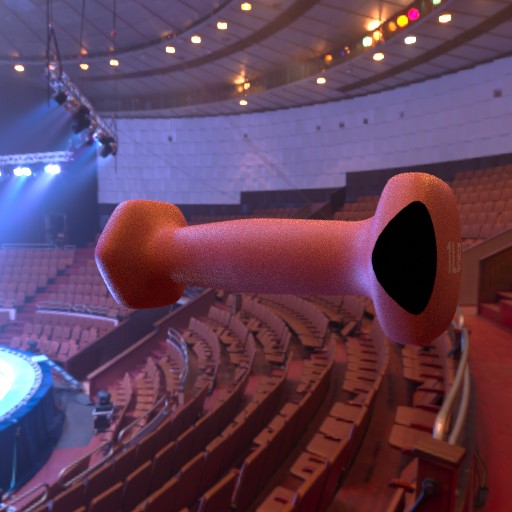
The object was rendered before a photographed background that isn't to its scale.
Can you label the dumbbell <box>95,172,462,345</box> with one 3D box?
[{"bbox_3d":[0.000,0.000,0.147,0.123,0.043,0.047,1,1,36],"label":"dumbbell"}]
